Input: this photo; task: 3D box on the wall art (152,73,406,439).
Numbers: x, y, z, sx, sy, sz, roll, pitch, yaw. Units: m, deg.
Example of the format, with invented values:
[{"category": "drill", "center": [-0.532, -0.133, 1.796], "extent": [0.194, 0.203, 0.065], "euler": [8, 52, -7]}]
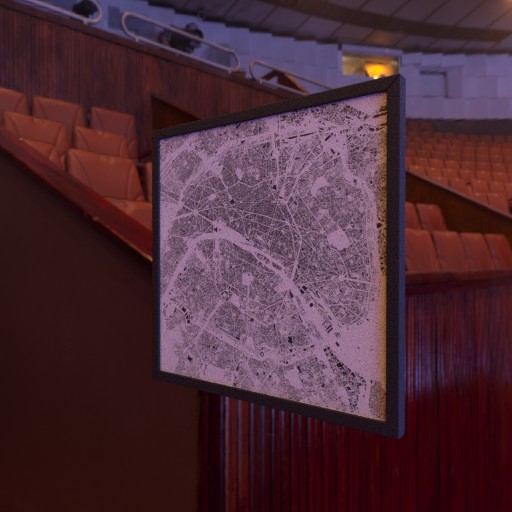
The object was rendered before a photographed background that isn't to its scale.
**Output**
[{"category": "wall art", "center": [0.000, 0.000, 1.159], "extent": [0.763, 0.763, 0.037], "euler": [0, 1, 36]}]
